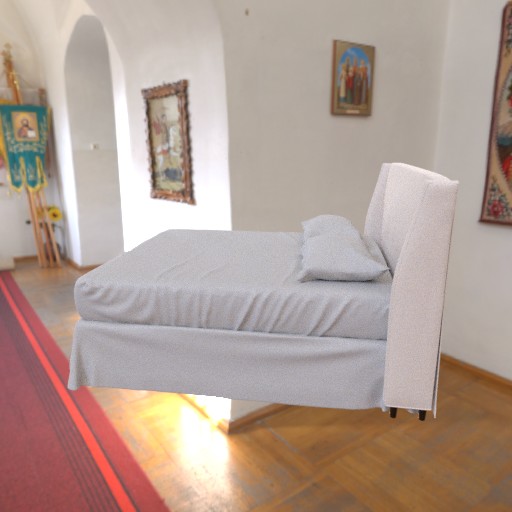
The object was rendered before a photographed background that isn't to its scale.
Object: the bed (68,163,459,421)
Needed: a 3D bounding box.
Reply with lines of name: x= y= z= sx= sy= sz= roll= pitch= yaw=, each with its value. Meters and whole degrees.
bed: x=0.000 y=0.000 z=3.323 sx=2.276 sy=1.332 sz=1.925 roll=2 pitch=15 yaw=9
